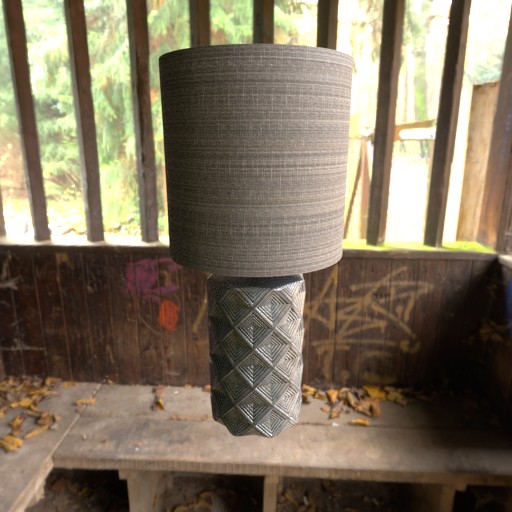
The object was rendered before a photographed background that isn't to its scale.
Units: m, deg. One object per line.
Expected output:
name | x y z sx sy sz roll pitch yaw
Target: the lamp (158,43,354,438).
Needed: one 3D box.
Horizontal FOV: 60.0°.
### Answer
lamp | 0.000 0.000 0.699 0.269 0.566 0.268 -7 17 -25
